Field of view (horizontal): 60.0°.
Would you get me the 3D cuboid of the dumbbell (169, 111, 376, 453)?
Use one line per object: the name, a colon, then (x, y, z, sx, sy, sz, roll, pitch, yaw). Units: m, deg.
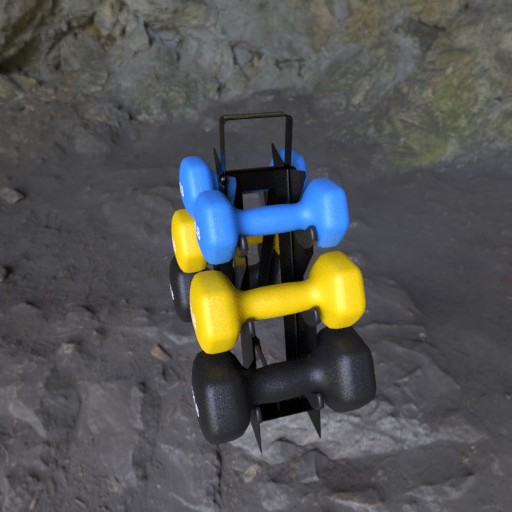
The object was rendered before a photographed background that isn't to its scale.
dumbbell: (0.000, 0.000, 0.686, 0.255, 0.426, 0.409, -8, 31, -14)
